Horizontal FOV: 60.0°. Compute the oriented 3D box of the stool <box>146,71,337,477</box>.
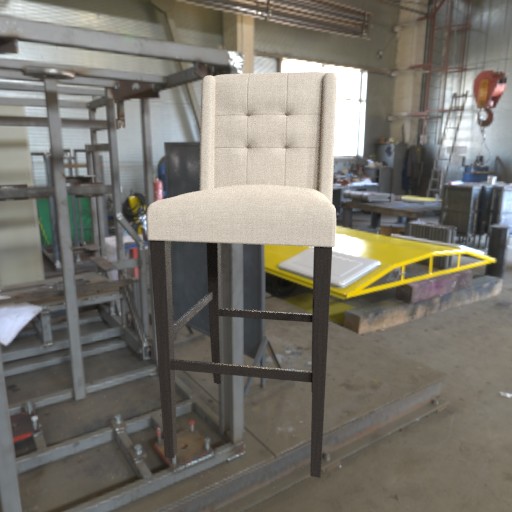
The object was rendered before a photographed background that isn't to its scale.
[{"bbox_3d":[0.000,0.000,1.348,0.474,1.116,0.509,2,14,10],"label":"stool"}]
